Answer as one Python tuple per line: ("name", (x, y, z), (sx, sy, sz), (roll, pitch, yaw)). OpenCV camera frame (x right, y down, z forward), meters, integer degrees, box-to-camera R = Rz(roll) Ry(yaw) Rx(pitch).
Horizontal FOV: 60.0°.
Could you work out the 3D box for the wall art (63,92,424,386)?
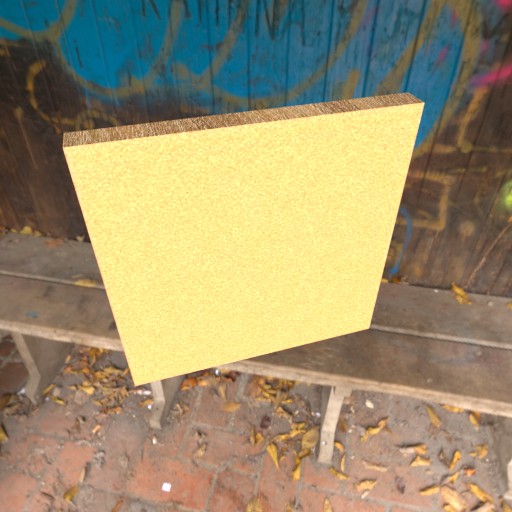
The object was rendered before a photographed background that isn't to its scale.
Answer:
("wall art", (0.000, 0.000, 0.620), (0.406, 0.403, 0.039), (-11, 41, -13))
